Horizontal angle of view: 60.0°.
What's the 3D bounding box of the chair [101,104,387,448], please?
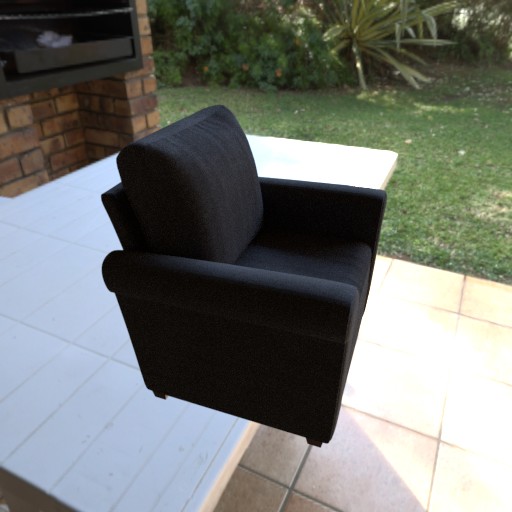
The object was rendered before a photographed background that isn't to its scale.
[{"bbox_3d":[0.000,0.000,1.644,0.828,0.942,0.867,11,32,17],"label":"chair"}]
